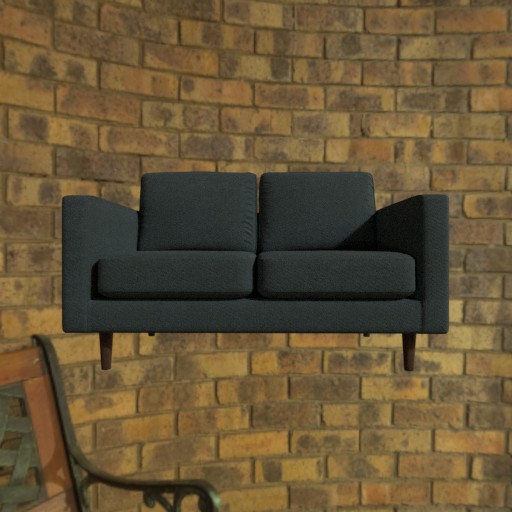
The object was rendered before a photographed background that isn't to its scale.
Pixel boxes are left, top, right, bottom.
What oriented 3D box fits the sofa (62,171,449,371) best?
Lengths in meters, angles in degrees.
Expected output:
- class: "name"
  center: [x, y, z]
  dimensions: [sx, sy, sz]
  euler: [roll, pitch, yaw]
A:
- class: "sofa"
  center: [0.000, 0.000, 2.182]
  dimensions: [1.518, 0.930, 0.999]
  euler: [0, 0, 1]
